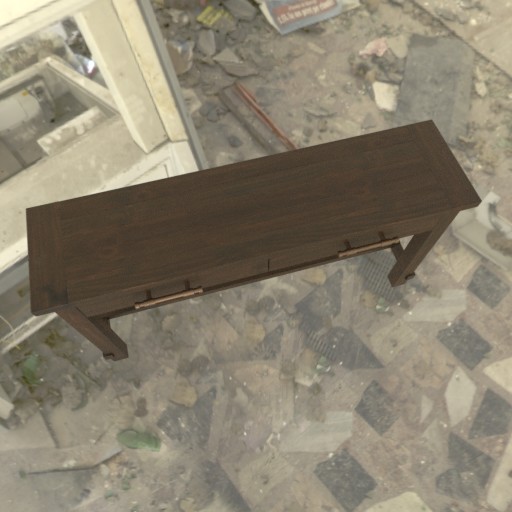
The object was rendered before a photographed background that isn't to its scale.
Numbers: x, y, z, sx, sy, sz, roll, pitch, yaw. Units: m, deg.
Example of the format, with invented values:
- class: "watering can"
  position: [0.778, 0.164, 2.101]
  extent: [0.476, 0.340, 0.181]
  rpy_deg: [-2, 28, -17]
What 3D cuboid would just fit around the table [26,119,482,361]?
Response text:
- class: "table"
  position: [0.000, 0.000, 1.931]
  extent: [1.599, 0.762, 0.442]
  rpy_deg: [-14, 64, -7]
